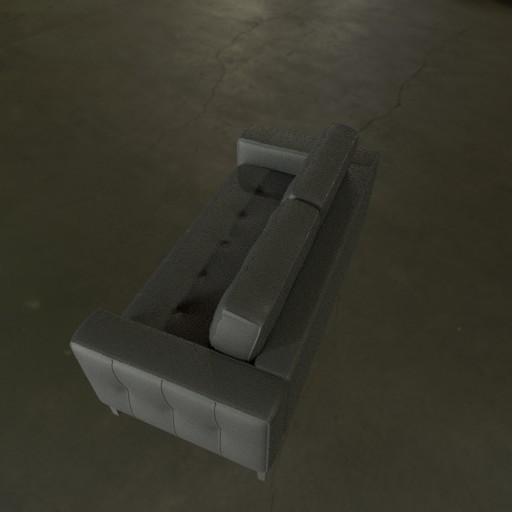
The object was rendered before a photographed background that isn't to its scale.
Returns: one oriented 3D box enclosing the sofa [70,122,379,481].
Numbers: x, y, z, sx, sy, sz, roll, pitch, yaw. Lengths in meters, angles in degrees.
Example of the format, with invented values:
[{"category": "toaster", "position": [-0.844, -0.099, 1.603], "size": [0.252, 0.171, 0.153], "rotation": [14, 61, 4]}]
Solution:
[{"category": "sofa", "position": [0.000, 0.000, 2.199], "size": [0.833, 0.893, 1.726], "rotation": [17, 49, 16]}]
